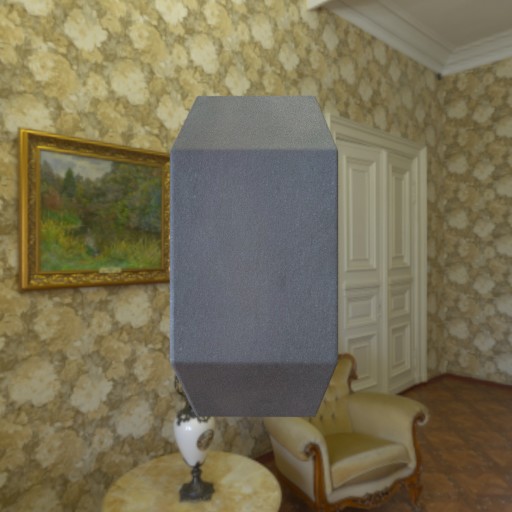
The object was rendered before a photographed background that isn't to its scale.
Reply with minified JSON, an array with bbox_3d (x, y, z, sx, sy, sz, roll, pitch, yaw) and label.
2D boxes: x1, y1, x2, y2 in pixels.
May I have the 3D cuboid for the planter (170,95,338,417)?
[{"bbox_3d":[0.000,0.000,0.286,0.077,0.206,0.169,0,0,1],"label":"planter"}]
